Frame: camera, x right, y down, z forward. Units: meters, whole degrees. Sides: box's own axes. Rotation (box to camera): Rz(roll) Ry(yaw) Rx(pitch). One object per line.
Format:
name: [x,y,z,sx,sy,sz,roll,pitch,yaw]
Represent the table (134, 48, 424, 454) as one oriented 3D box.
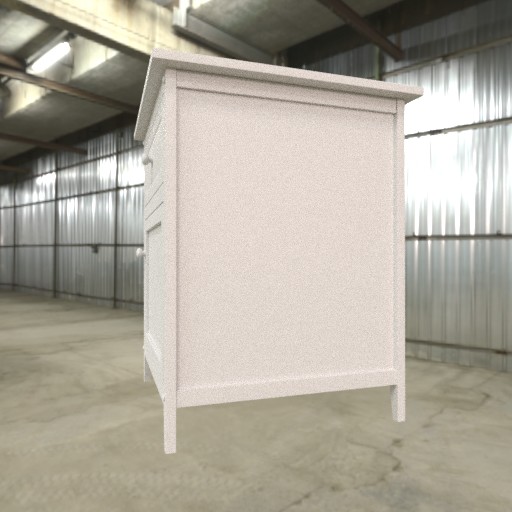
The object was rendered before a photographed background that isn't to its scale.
table: [0.000,0.000,0.754,0.381,0.483,0.381,0,0,-18]
